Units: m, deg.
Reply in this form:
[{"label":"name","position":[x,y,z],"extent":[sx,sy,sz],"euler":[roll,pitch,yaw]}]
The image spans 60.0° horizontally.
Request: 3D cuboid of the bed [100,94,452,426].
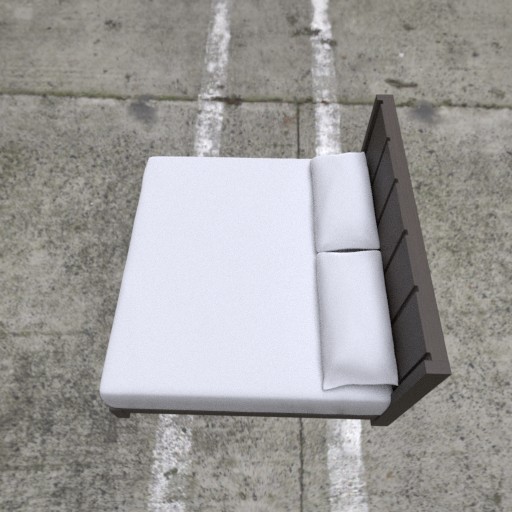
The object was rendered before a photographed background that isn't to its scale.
[{"label":"bed","position":[0.000,0.000,3.328],"extent":[2.012,1.270,2.134],"euler":[1,58,1]}]
